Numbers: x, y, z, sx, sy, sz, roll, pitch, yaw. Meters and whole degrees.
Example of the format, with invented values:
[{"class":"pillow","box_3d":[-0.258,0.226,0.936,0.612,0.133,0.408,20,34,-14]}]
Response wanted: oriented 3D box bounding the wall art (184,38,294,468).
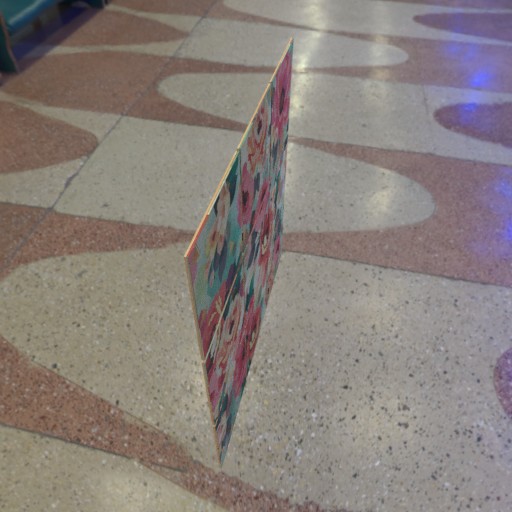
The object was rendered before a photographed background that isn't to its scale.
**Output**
[{"class":"wall art","box_3d":[0.000,0.000,2.181,0.013,1.519,1.521,10,47,9]}]
